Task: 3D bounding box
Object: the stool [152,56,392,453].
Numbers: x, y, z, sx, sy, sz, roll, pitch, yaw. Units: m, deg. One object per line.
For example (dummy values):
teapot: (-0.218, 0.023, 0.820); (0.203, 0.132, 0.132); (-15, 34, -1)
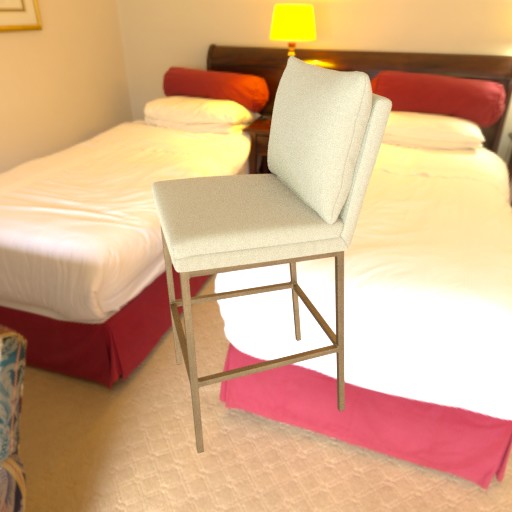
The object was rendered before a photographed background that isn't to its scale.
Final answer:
stool: (0.000, 0.000, 1.413); (0.572, 1.125, 0.463); (-9, 31, -16)
